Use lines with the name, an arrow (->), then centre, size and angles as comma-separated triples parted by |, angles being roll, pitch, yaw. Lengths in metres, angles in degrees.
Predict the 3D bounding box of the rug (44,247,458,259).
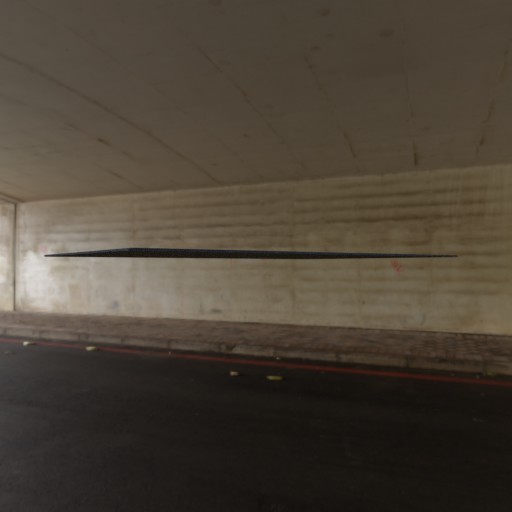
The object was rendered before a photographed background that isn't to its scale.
rug -> 0.000, 0.000, 2.343 | 1.829, 0.010, 1.219 | 1, -1, -37
